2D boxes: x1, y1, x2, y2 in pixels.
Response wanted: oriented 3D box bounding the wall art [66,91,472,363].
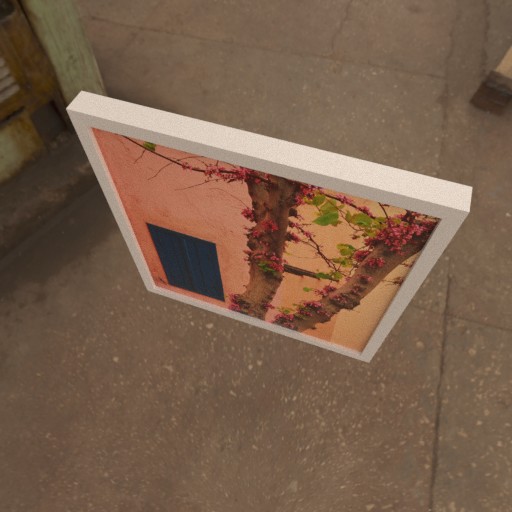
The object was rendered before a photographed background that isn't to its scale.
[{"bbox_3d":[0.000,0.000,0.753,0.507,0.508,0.038,17,60,10],"label":"wall art"}]
